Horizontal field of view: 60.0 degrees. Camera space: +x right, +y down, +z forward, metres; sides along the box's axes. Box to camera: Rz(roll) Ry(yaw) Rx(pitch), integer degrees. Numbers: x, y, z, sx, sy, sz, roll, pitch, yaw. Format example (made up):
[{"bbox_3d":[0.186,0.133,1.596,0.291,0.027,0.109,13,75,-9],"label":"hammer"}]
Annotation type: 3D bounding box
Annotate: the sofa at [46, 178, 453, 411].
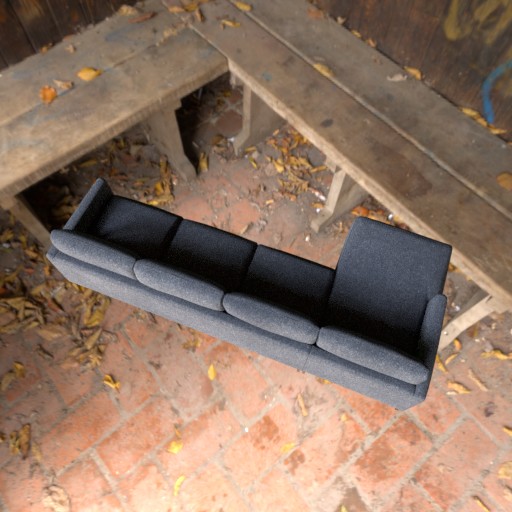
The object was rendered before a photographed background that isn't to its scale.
[{"bbox_3d":[0.000,0.000,3.539,2.932,0.810,1.350,19,65,9],"label":"sofa"}]
